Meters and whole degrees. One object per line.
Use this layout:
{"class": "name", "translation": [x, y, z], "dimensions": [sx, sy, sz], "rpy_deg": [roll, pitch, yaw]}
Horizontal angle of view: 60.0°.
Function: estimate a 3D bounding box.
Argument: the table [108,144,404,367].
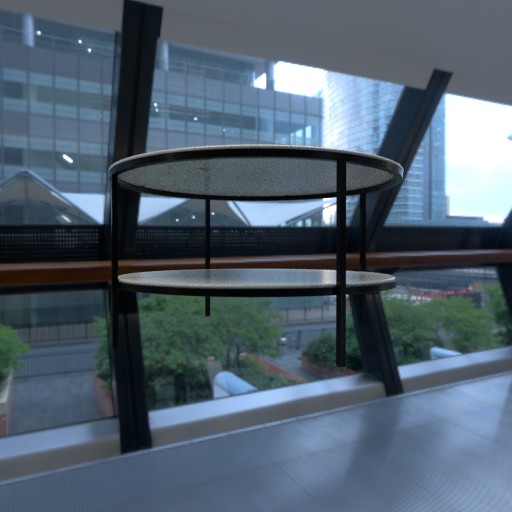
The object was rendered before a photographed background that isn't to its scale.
{"class": "table", "translation": [0.000, 0.000, 1.270], "dimensions": [0.800, 0.450, 0.800], "rpy_deg": [0, 1, 0]}
